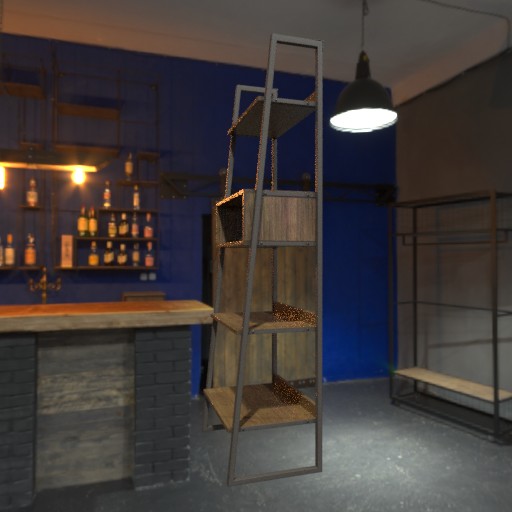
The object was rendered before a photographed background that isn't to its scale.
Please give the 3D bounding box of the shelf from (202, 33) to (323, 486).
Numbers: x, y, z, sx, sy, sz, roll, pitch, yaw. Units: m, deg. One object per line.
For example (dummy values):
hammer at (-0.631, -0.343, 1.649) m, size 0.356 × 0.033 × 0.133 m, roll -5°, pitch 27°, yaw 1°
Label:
shelf at (0.000, 0.000, 2.302) m, size 0.454 × 2.005 × 0.652 m, roll 0°, pitch 0°, yaw -17°
